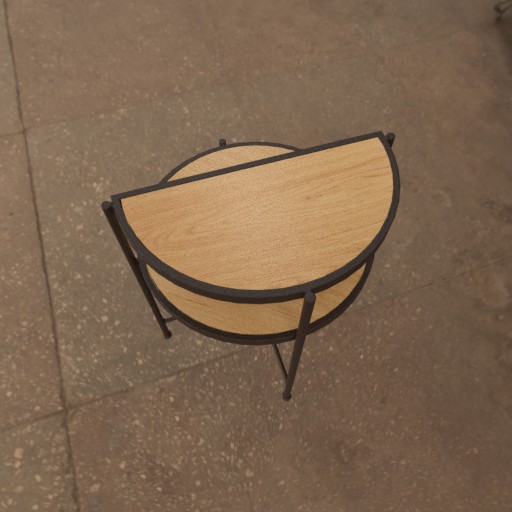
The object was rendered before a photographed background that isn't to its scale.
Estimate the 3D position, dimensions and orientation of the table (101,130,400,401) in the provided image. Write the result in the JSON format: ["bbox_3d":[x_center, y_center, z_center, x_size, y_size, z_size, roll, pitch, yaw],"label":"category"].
[{"bbox_3d":[0.000,0.000,1.182,0.629,0.684,0.628,-15,60,-9],"label":"table"}]
